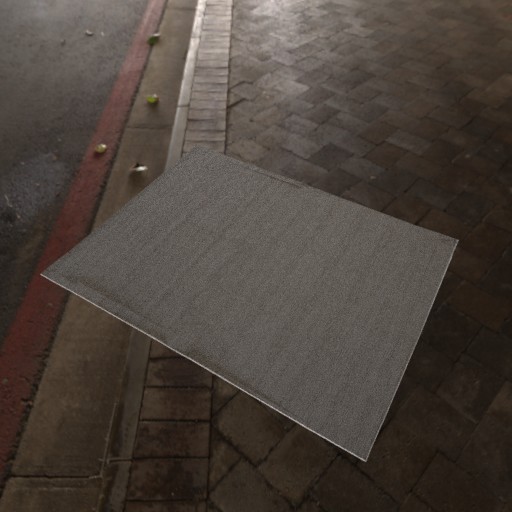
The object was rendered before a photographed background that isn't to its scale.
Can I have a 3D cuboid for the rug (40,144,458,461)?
[{"bbox_3d":[0.000,0.000,4.974,3.778,0.053,2.873,24,52,21],"label":"rug"}]
